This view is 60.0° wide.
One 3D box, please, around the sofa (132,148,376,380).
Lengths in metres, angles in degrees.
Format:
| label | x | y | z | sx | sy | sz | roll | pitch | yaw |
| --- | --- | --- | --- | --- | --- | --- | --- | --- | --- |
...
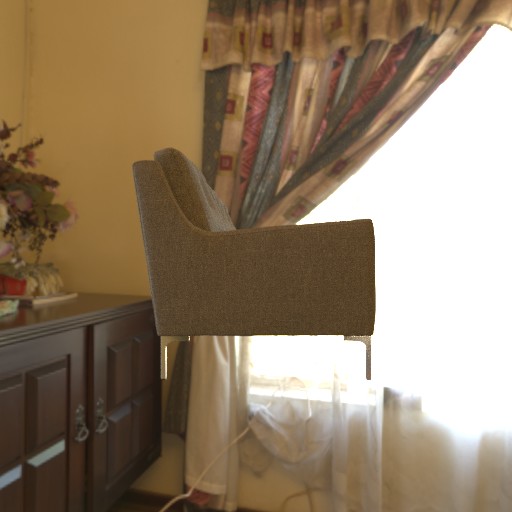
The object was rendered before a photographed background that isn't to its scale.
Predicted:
| label | x | y | z | sx | sy | sz | roll | pitch | yaw |
| --- | --- | --- | --- | --- | --- | --- | --- | --- | --- |
| sofa | 0.000 | 0.000 | 2.538 | 0.849 | 0.837 | 2.060 | 0 | 1 | 0 |
